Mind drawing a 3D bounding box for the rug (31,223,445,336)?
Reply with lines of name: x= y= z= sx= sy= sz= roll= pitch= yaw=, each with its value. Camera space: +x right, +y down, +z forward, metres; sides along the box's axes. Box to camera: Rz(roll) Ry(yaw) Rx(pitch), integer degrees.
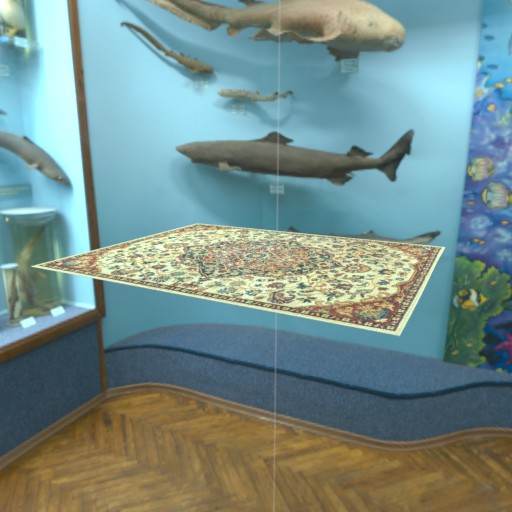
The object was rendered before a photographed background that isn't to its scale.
rug: x=0.000 y=0.000 z=4.154 sx=3.067 sy=0.005 sz=2.454 roll=7 pitch=16 yaw=27
